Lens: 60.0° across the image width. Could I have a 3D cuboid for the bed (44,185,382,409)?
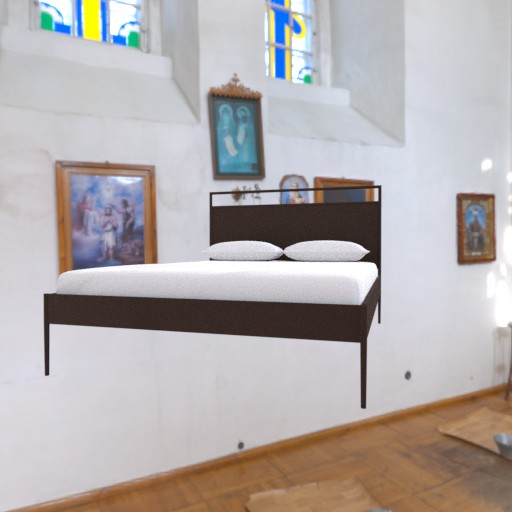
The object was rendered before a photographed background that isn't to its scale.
[{"bbox_3d":[0.000,0.000,2.987,1.572,1.173,2.122,0,1,17],"label":"bed"}]
